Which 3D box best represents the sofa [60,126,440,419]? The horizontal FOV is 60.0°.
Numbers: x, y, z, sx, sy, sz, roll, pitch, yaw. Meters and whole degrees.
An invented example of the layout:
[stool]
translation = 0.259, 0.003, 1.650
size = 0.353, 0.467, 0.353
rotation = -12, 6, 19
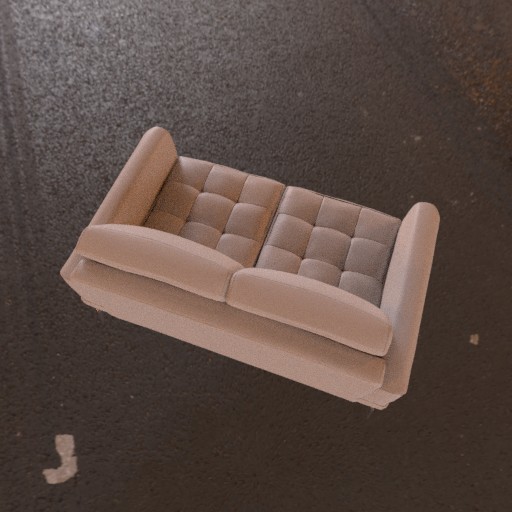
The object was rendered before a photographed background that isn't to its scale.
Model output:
[sofa]
translation = 0.000, 0.000, 2.476
size = 1.819, 0.930, 1.121
rotation = 18, 65, 9
